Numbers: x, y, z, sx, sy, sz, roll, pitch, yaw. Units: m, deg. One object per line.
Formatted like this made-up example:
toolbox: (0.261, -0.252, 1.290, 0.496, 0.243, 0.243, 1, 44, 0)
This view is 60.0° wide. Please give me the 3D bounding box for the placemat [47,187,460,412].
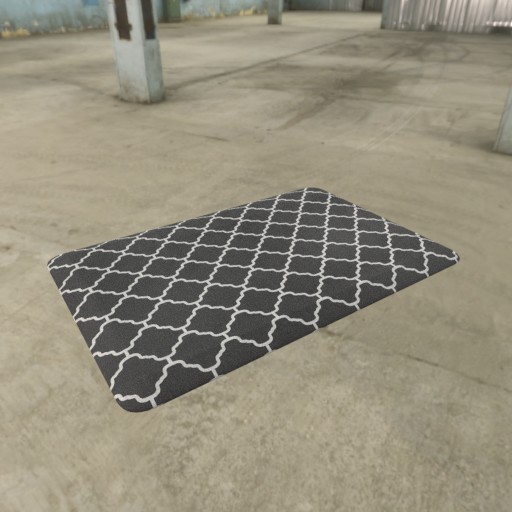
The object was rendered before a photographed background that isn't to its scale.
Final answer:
placemat: (0.000, 0.000, 0.954, 0.762, 0.021, 0.508, -19, 35, -29)
